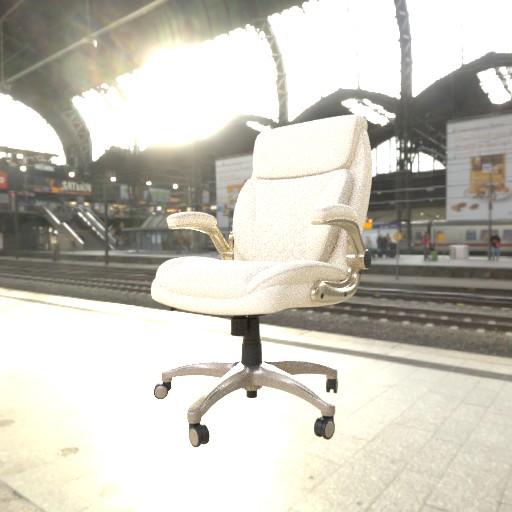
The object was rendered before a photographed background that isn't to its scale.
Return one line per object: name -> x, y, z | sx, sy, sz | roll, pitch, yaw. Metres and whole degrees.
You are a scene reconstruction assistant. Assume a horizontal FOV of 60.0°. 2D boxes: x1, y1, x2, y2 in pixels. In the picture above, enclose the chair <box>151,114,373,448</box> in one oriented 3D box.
chair -> 0.000, 0.000, 1.637 | 0.740, 1.110, 0.794 | 1, 2, 35
